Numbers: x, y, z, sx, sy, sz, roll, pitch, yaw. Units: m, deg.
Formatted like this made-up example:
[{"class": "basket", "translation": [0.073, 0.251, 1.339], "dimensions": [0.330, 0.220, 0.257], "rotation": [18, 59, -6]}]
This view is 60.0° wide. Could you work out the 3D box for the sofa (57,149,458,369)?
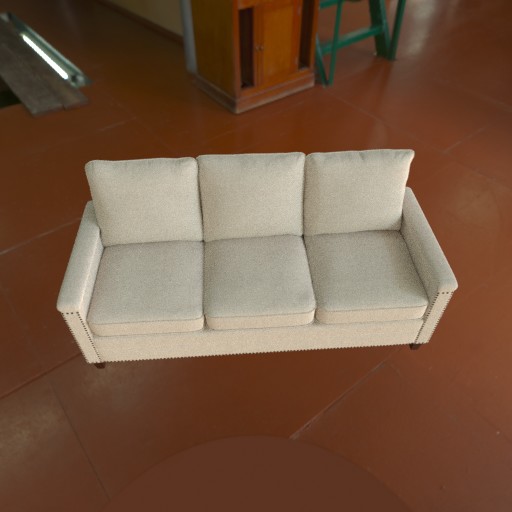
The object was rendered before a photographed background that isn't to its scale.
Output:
[{"class": "sofa", "translation": [0.000, 0.000, 2.469], "dimensions": [1.925, 0.961, 0.828], "rotation": [-3, 46, -3]}]
